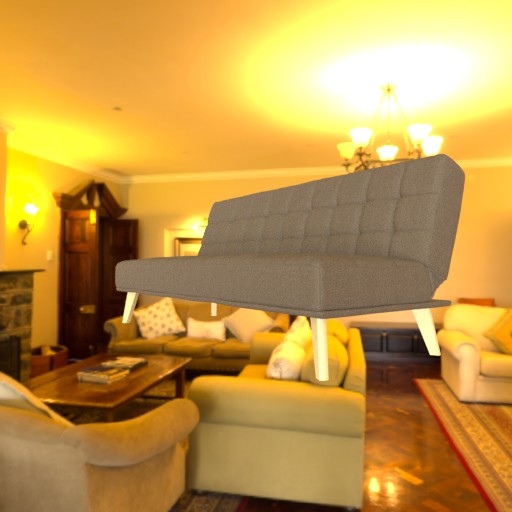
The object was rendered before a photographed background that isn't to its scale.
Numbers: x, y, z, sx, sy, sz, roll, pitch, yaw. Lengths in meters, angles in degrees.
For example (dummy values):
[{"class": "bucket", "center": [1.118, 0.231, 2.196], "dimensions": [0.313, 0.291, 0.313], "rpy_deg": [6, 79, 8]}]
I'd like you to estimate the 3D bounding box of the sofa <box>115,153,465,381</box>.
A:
[{"class": "sofa", "center": [0.000, 0.000, 2.297], "dimensions": [0.860, 0.810, 1.800], "rpy_deg": [1, -1, -37]}]
